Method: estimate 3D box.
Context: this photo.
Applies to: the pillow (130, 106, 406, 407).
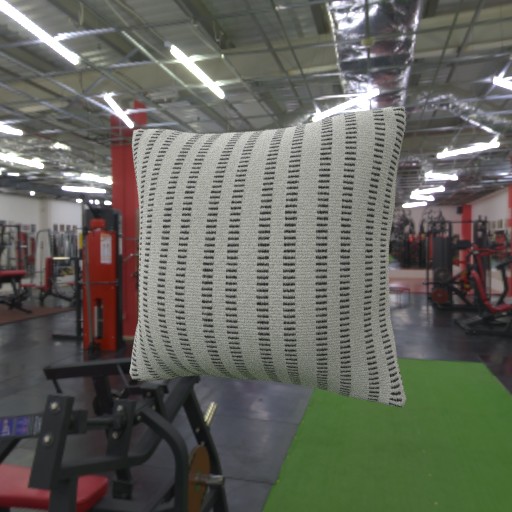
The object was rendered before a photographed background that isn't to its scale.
[{"bbox_3d":[0.000,0.000,0.678,0.438,0.419,0.247,0,1,18],"label":"pillow"}]
